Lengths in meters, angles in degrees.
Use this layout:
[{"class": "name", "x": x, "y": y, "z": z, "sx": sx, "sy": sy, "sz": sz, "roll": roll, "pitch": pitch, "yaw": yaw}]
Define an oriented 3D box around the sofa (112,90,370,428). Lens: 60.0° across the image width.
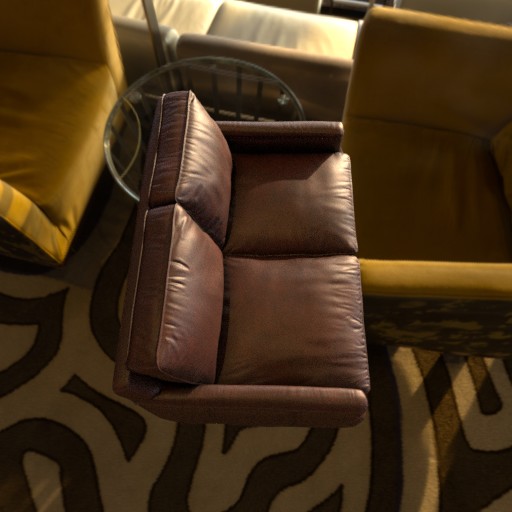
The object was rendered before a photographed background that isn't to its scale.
[{"class": "sofa", "x": 0.000, "y": 0.000, "z": 2.306, "sx": 1.083, "sy": 1.003, "sz": 1.628, "roll": 1, "pitch": 64, "yaw": 1}]
